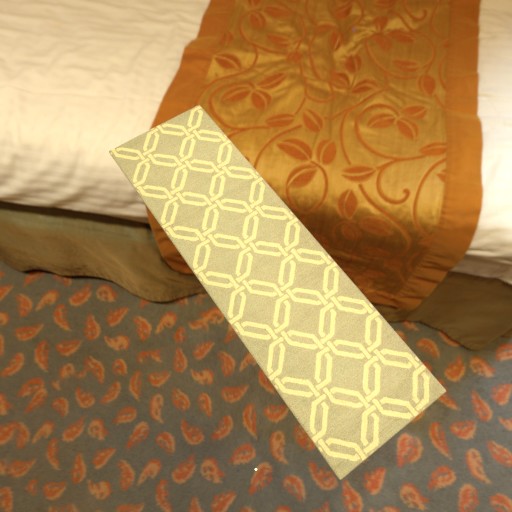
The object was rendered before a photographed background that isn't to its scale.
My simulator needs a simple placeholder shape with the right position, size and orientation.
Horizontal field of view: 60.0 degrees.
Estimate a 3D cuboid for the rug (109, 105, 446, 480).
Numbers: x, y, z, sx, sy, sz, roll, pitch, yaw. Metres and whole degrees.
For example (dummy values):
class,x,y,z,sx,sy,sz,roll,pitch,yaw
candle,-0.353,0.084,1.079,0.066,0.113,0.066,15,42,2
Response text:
class,x,y,z,sx,sy,sz,roll,pitch,yaw
rug,0.000,0.000,2.486,0.678,0.014,2.276,-32,69,-14
